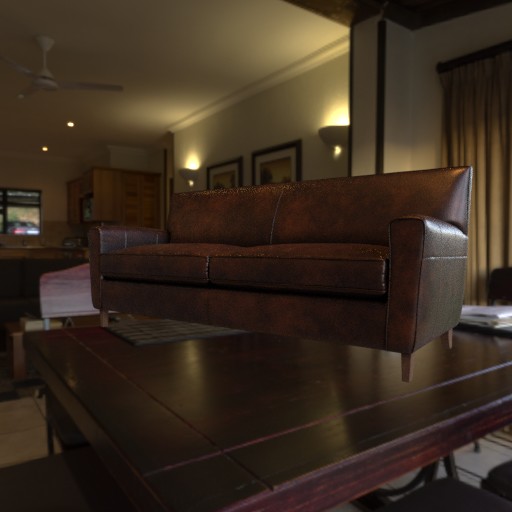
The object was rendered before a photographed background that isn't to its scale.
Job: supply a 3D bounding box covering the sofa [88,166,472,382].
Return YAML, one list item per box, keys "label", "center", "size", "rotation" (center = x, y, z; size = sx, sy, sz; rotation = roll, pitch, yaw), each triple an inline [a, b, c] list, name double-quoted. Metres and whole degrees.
- label: "sofa"
  center: [0.000, 0.000, 2.396]
  size: [1.995, 0.871, 0.786]
  rotation: [1, 2, 36]
